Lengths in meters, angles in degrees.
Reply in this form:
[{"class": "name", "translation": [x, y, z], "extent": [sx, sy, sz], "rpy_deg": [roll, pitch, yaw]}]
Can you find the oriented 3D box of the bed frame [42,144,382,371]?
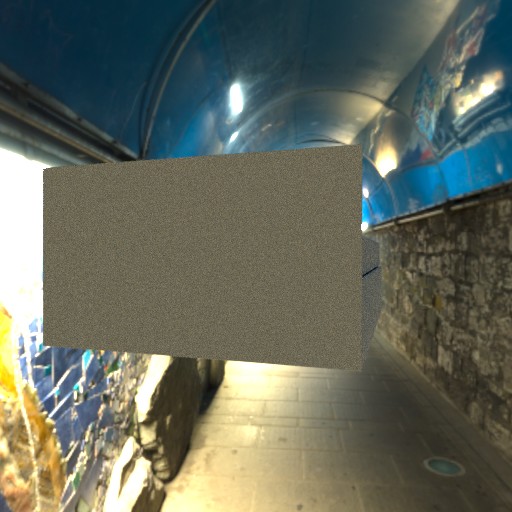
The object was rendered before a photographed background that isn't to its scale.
[{"class": "bed frame", "translation": [0.000, 0.000, 2.679], "extent": [1.400, 0.800, 1.900], "rpy_deg": [0, 0, 18]}]
